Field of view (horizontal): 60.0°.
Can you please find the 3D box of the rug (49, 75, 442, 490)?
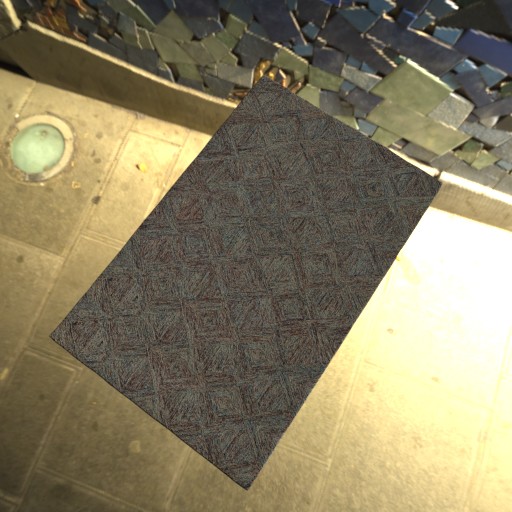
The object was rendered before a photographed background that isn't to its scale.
[{"bbox_3d":[0.000,0.000,2.177,1.143,0.014,1.761,34,77,9],"label":"rug"}]
